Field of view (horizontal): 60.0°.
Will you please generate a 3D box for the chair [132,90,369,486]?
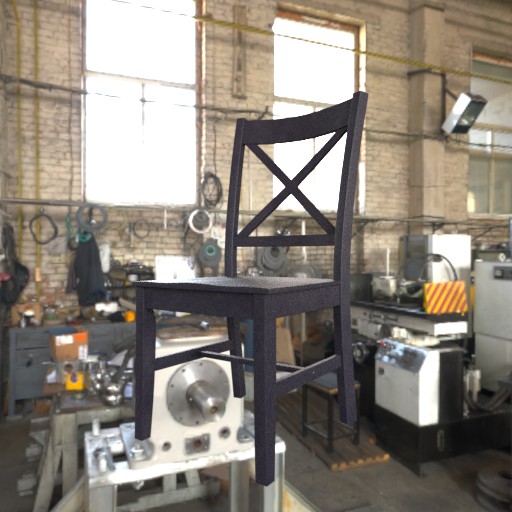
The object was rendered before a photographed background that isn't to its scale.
[{"bbox_3d":[0.000,0.000,1.280,0.485,0.983,0.542,0,0,35],"label":"chair"}]
